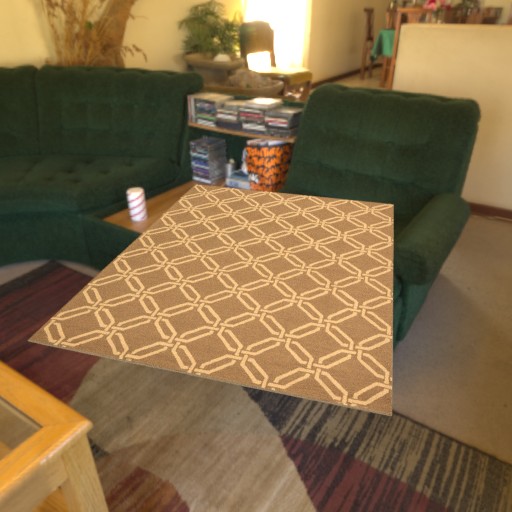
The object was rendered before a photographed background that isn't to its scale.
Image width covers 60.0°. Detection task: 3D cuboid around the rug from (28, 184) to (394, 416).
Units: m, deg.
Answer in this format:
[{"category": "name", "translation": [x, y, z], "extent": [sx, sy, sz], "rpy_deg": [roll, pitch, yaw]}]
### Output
[{"category": "rug", "translation": [0.000, 0.000, 3.822], "extent": [2.288, 0.018, 2.895], "rpy_deg": [8, 31, 13]}]
